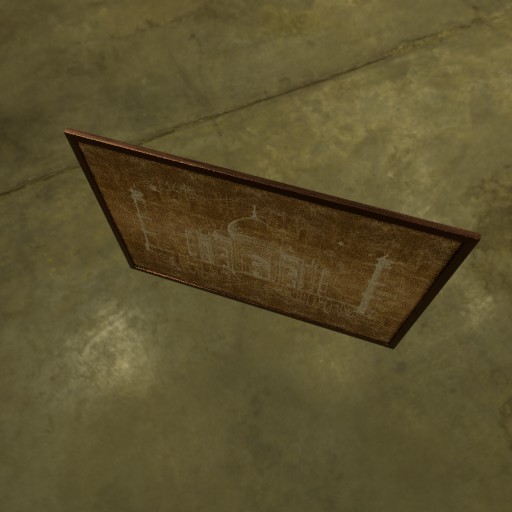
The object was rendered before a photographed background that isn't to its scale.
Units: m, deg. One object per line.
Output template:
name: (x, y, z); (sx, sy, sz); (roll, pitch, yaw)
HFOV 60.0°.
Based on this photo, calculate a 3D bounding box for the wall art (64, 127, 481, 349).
wall art: (0.000, 0.000, 1.069); (0.816, 0.559, 0.014); (16, 60, 10)
